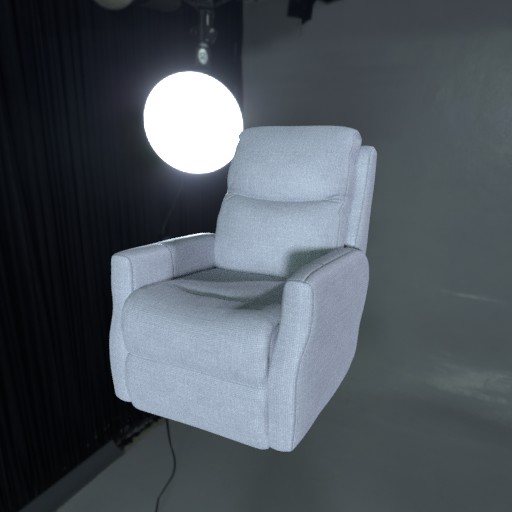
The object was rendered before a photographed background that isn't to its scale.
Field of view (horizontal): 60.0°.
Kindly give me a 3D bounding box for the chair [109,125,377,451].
[{"bbox_3d":[0.000,0.000,1.799,0.829,1.030,1.080,7,17,25],"label":"chair"}]
